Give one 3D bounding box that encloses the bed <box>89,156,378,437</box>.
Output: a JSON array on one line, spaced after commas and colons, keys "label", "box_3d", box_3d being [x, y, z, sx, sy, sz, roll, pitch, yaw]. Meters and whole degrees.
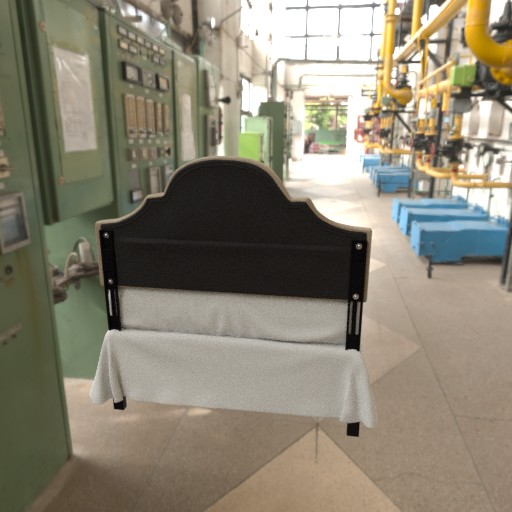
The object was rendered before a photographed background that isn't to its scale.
[{"label": "bed", "box_3d": [0.000, 0.000, 3.488, 1.780, 1.634, 2.222, 3, 16, 10]}]
